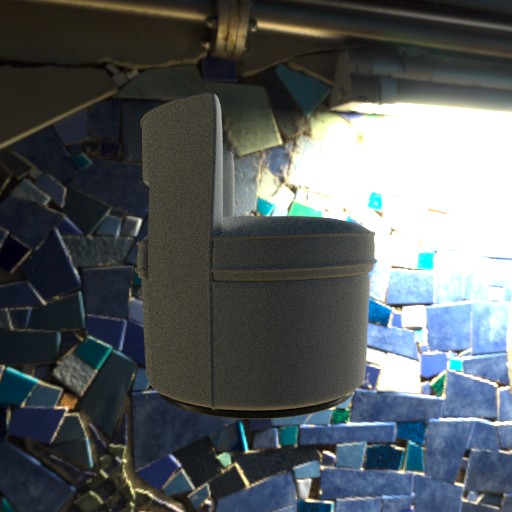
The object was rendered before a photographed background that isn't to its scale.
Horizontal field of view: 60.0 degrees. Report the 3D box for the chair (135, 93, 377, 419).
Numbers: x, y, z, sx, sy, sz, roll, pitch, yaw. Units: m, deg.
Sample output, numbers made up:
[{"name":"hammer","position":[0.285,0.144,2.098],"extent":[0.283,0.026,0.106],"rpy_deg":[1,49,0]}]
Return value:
[{"name":"chair","position":[0.000,0.000,1.256],"extent":[0.665,0.723,0.650],"rpy_deg":[0,1,0]}]
